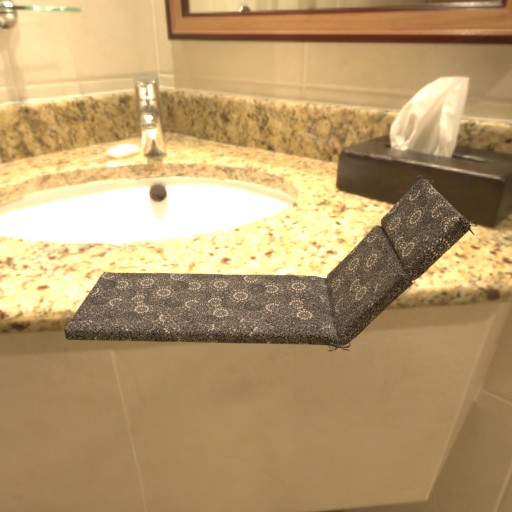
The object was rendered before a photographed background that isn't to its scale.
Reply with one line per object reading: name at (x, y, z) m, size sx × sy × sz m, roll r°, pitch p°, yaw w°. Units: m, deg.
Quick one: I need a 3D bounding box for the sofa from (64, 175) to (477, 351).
sofa at (0.000, 0.000, 2.008) m, size 1.663 × 0.622 × 0.582 m, roll 1°, pitch 27°, yaw 2°
